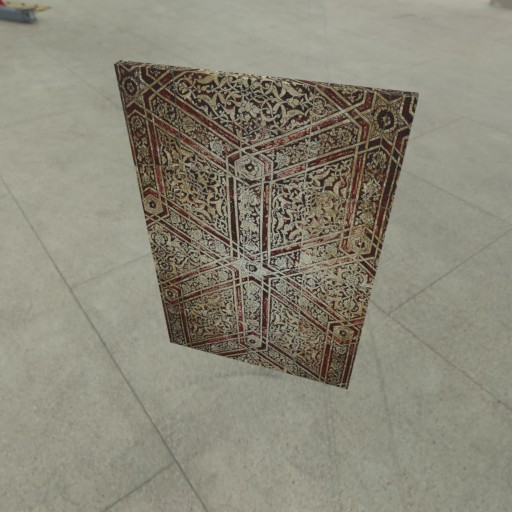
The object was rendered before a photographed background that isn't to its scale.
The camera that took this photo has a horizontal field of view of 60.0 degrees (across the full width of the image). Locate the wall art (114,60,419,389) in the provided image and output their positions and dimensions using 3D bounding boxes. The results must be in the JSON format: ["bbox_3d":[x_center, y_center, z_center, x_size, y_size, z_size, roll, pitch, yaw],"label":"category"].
[{"bbox_3d":[0.000,0.000,1.142,0.599,0.904,0.030,12,42,13],"label":"wall art"}]
